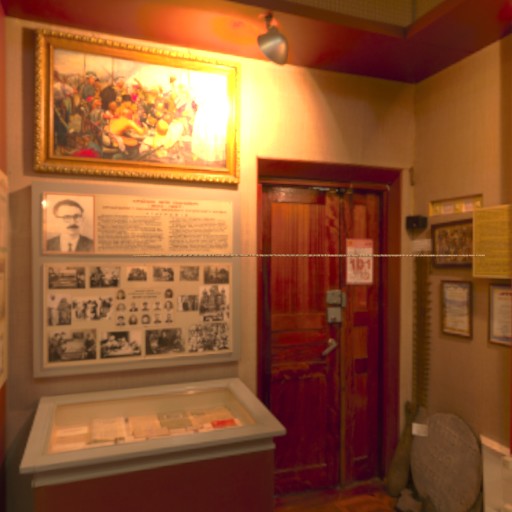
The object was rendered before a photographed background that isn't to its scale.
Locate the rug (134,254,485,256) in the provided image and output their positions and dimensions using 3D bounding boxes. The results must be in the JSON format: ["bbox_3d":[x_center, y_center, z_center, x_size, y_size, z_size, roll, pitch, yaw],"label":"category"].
[{"bbox_3d":[0.000,0.000,3.047,1.519,0.007,2.428,0,0,-18],"label":"rug"}]
